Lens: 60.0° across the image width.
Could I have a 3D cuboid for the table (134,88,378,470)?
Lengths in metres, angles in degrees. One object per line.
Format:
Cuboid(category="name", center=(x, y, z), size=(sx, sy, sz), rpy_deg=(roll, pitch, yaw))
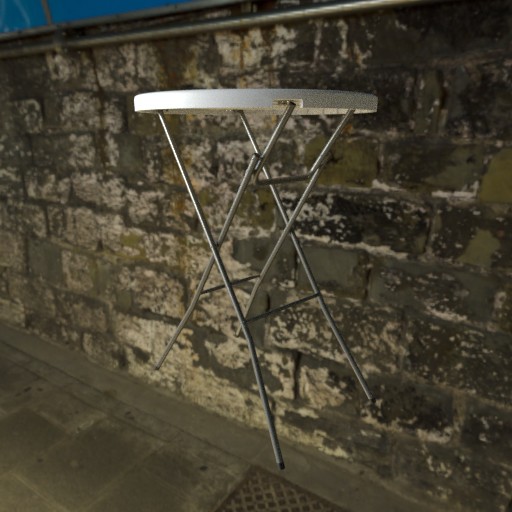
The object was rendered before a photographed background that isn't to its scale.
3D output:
Cuboid(category="table", center=(0.000, 0.000, 1.644), size=(0.792, 1.105, 0.795), rpy_deg=(-15, 22, -41))
